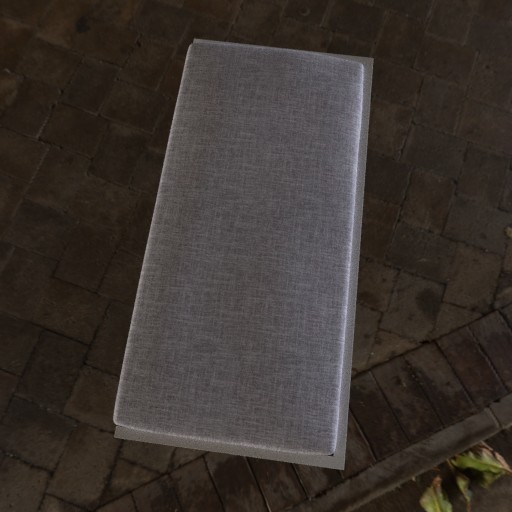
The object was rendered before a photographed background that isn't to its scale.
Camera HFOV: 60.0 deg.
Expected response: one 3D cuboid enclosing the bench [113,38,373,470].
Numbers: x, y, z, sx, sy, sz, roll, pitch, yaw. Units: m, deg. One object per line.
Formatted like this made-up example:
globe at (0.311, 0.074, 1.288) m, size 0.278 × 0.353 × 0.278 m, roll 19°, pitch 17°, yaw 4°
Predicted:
bench at (0.000, 0.000, 0.960) m, size 0.362 × 0.461 × 0.734 m, roll 7°, pitch 75°, yaw 2°
